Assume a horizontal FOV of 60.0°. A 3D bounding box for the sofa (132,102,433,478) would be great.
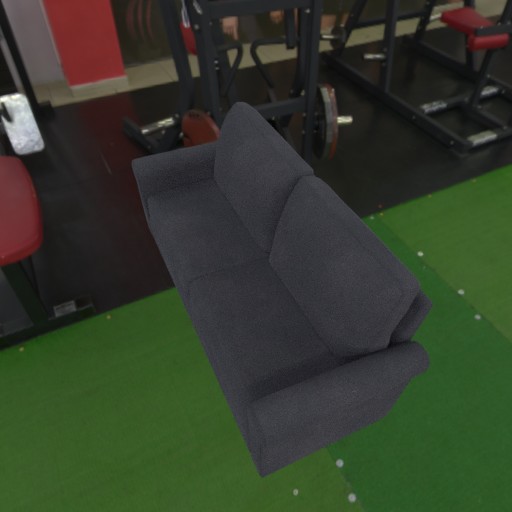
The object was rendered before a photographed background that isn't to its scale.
[{"bbox_3d":[0.000,0.000,2.395,0.842,0.942,1.935,-19,49,-17],"label":"sofa"}]
